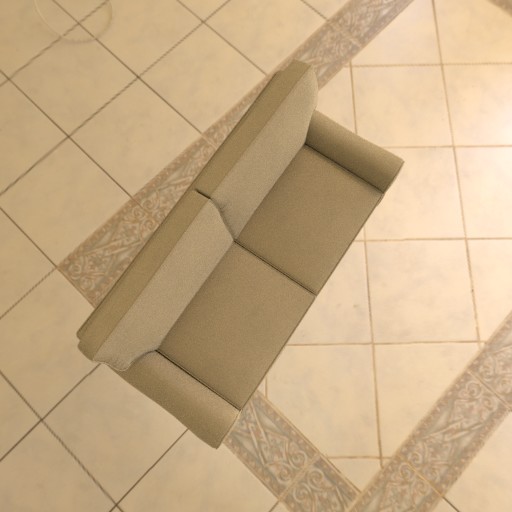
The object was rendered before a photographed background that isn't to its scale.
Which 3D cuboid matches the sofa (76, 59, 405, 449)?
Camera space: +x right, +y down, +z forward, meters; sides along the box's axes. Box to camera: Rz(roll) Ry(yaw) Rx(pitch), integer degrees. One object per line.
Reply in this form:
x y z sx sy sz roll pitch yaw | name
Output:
0.000 0.000 2.380 0.841 1.024 1.823 34 79 7 | sofa
